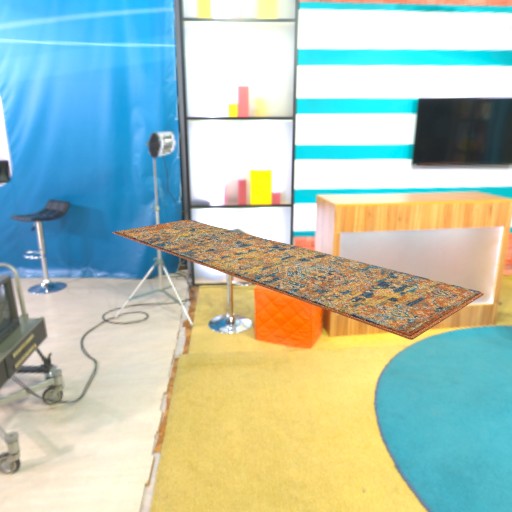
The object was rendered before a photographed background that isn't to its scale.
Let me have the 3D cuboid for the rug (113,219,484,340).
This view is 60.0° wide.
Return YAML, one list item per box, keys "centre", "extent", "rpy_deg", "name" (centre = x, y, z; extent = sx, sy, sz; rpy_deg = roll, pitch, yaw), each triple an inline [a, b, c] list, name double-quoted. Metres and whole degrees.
- centre: [0.000, 0.000, 2.553]
  extent: [0.651, 0.016, 2.274]
  rpy_deg: [-15, 22, -41]
  name: "rug"
